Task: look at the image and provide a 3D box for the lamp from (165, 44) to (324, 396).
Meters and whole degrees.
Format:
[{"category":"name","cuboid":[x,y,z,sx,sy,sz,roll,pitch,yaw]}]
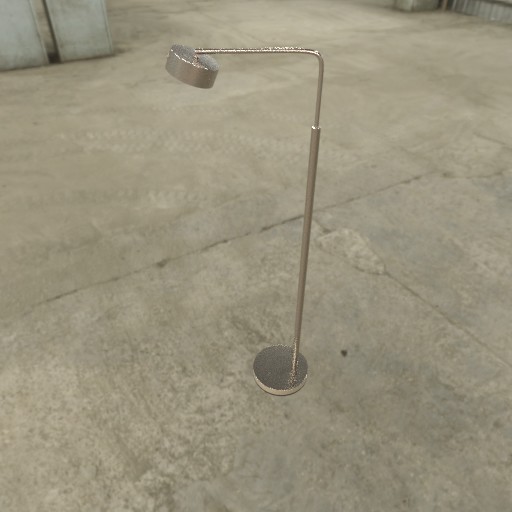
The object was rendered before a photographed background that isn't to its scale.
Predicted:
[{"category":"lamp","cuboid":[0.000,0.000,1.411,0.421,1.250,0.222,-2,40,-2]}]
